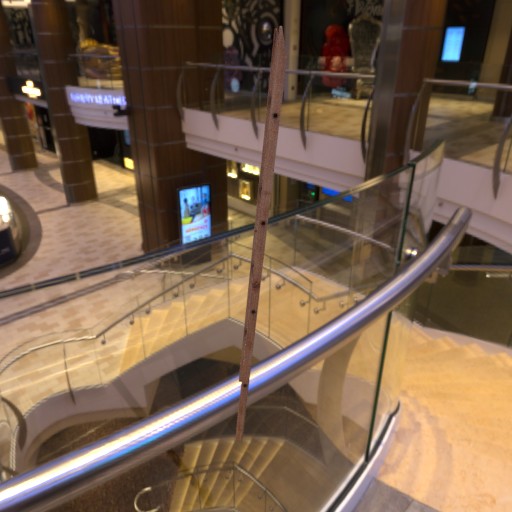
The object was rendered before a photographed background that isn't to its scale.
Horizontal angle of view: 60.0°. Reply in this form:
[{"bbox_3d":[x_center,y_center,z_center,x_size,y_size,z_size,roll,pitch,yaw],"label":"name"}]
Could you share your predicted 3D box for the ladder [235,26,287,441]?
[{"bbox_3d":[0.000,0.000,1.971,0.200,1.805,0.442,0,26,0],"label":"ladder"}]
